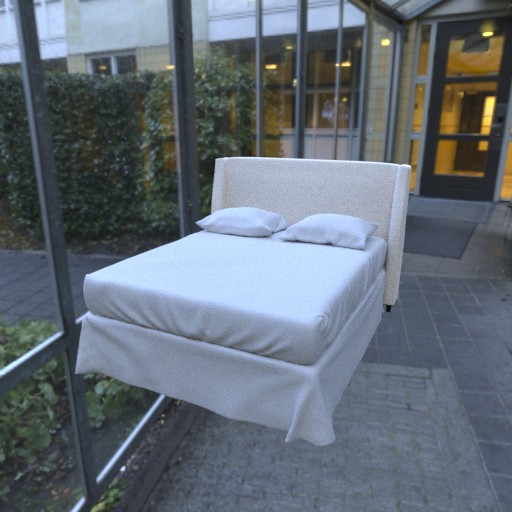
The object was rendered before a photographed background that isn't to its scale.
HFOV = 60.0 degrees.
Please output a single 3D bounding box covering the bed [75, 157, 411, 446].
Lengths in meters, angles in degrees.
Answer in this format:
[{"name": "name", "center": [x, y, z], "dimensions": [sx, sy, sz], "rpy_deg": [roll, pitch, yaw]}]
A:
[{"name": "bed", "center": [0.000, 0.000, 3.463], "dimensions": [1.925, 1.332, 2.276], "rpy_deg": [8, 19, 25]}]
